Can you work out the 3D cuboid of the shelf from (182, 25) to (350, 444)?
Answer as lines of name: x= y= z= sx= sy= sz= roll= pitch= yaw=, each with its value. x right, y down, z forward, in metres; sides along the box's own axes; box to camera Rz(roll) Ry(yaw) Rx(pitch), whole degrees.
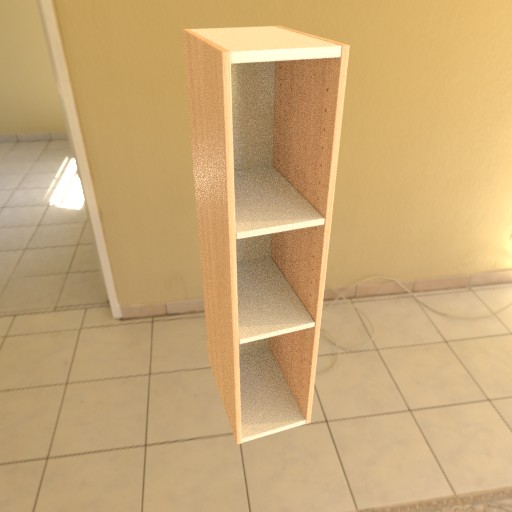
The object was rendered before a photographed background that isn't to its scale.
shelf: x=0.000 y=0.000 z=0.986 sx=0.197 sy=0.882 sz=0.290 roll=-10 pitch=34 yaw=-16
